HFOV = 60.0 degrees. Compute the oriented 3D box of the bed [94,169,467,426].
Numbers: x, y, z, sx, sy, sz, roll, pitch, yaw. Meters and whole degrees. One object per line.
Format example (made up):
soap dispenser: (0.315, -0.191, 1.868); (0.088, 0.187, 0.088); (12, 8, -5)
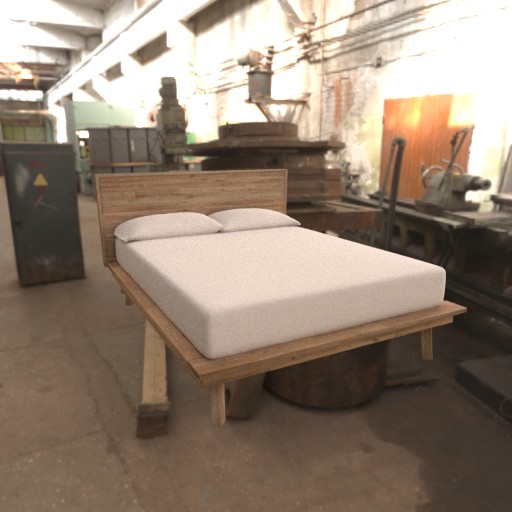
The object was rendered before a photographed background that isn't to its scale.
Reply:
bed: (0.000, 0.000, 3.114); (1.759, 1.071, 2.145); (-7, 16, -27)
